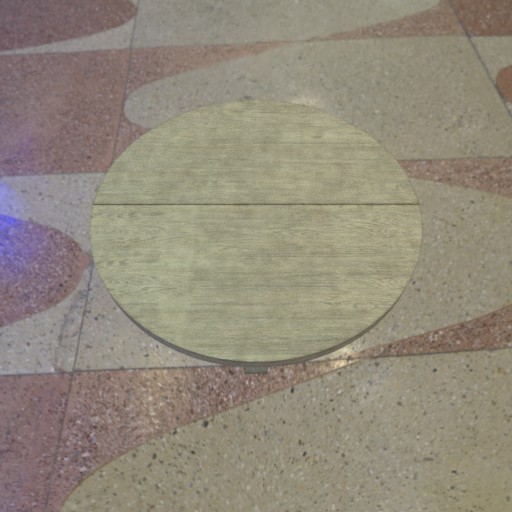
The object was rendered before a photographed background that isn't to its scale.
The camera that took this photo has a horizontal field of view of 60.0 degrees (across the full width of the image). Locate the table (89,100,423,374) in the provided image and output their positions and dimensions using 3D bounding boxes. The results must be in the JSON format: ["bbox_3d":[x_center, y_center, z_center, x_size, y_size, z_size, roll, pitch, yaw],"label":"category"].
[{"bbox_3d":[0.000,0.000,2.172,1.363,0.781,1.363,0,57,0],"label":"table"}]
